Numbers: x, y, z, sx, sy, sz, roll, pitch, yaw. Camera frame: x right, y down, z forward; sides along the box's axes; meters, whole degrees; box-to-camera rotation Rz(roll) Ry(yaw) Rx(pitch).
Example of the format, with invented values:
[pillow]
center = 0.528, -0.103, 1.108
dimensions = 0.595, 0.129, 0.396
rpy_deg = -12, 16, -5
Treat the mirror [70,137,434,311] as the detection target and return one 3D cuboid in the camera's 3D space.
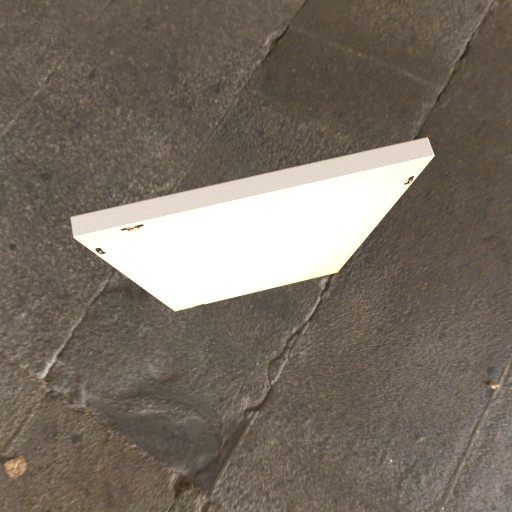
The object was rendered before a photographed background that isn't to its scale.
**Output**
[mirror]
center = 0.000, 0.000, 1.173
dimensions = 0.609, 0.915, 0.041
rpy_deg = -13, 76, -3
